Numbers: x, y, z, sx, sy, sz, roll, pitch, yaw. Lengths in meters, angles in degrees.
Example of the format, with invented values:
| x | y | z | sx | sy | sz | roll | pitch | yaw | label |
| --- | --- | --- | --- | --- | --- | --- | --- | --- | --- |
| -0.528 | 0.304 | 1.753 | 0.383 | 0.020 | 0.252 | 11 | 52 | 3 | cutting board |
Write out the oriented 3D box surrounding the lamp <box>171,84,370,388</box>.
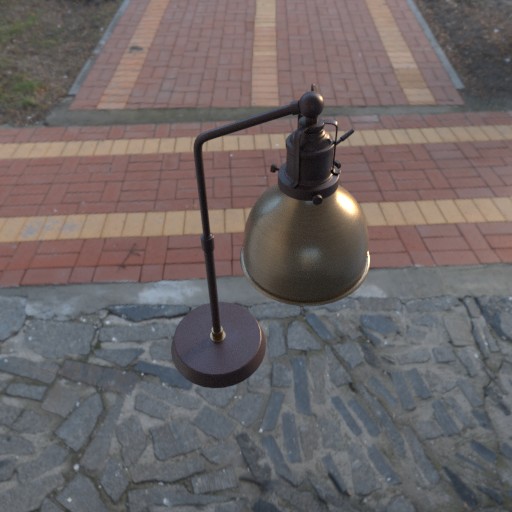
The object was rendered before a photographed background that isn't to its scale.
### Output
| x | y | z | sx | sy | sz | roll | pitch | yaw | label |
| --- | --- | --- | --- | --- | --- | --- | --- | --- | --- |
| 0.000 | 0.000 | 0.600 | 0.298 | 0.469 | 0.175 | 10 | 46 | 10 | lamp |
